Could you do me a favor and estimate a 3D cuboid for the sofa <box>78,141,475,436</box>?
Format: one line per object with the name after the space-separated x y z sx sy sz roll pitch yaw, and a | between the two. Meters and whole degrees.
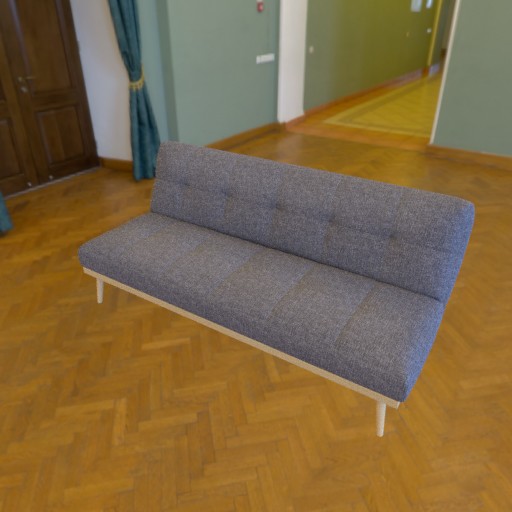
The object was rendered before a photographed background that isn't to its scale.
0.000 0.000 2.254 1.820 0.770 0.820 18 34 28 | sofa
